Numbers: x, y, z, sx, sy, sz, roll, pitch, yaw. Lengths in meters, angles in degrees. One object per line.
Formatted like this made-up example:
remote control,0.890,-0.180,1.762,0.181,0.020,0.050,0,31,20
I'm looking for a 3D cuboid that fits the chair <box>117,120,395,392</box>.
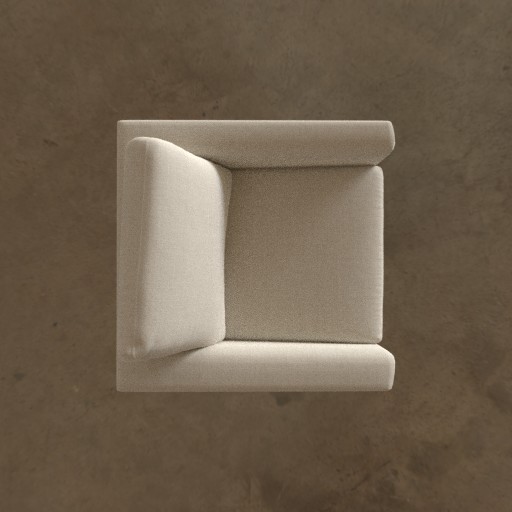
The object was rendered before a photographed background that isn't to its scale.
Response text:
chair,0.000,0.000,1.898,1.100,0.876,1.070,0,90,0
